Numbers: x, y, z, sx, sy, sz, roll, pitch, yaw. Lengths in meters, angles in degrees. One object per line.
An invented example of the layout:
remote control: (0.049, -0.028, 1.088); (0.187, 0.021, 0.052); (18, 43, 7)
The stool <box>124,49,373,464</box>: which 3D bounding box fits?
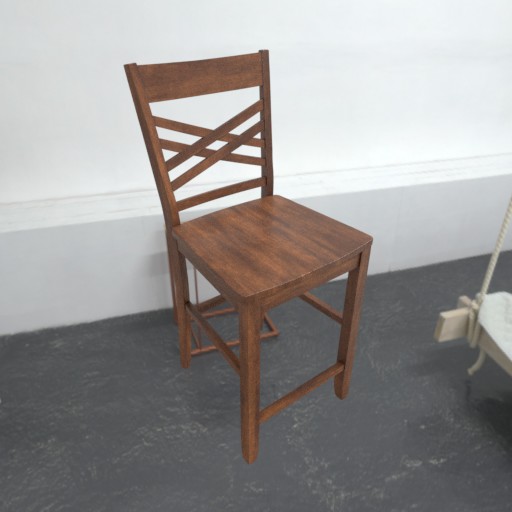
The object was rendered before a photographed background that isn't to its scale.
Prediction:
stool: (0.000, 0.000, 1.358); (0.462, 1.079, 0.539); (-22, 38, -31)
